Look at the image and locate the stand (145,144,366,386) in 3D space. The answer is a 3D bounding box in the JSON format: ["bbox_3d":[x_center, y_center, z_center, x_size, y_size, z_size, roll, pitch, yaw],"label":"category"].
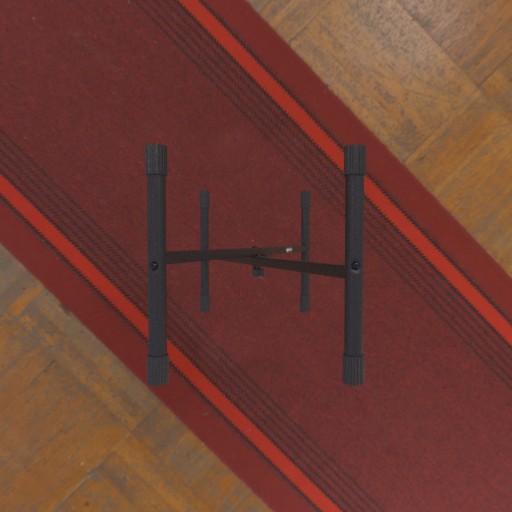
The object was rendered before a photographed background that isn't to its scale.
[{"bbox_3d":[0.000,0.000,1.189,0.409,0.940,0.449,0,92,0],"label":"stand"}]
